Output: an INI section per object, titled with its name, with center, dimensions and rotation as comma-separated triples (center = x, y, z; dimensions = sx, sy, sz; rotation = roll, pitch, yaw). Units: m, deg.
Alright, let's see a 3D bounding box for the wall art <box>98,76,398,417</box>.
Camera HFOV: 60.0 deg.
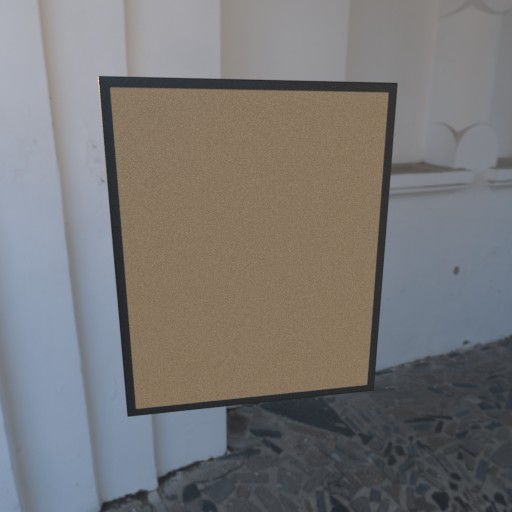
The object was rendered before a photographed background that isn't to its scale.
[wall art]
center = 0.000, 0.000, 0.784
dimensions = 0.481, 0.582, 0.018
rotation = -3, 15, -10
